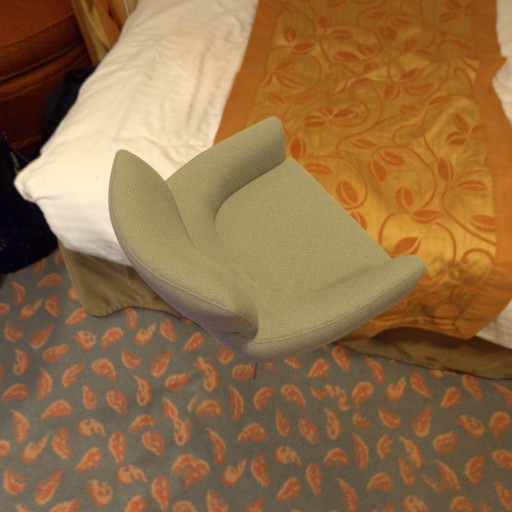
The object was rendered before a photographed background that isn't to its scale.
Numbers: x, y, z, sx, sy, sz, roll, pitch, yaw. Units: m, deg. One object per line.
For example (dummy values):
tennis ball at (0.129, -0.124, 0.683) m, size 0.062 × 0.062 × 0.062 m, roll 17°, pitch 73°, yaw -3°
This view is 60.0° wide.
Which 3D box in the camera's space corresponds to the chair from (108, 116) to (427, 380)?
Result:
chair at (0.000, 0.000, 1.424) m, size 0.730 × 0.810 × 0.760 m, roll -30°, pitch 63°, yaw -17°
